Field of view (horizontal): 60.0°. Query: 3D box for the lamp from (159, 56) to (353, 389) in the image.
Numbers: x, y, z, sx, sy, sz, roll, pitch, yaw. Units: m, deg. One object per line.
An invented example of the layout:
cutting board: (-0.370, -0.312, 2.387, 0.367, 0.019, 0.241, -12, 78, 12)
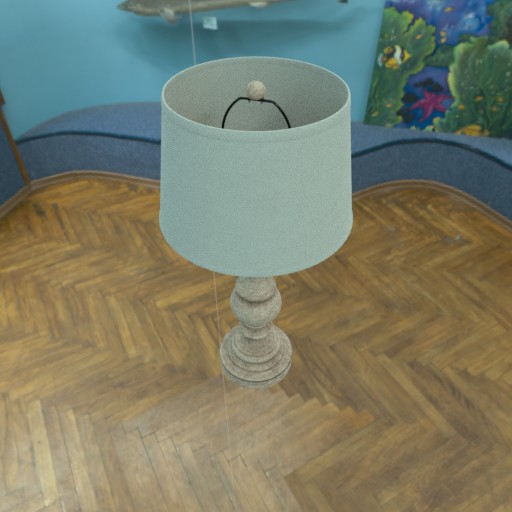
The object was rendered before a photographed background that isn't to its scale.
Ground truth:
lamp: (0.000, 0.000, 0.863, 0.340, 0.678, 0.340, 0, 42, 0)
